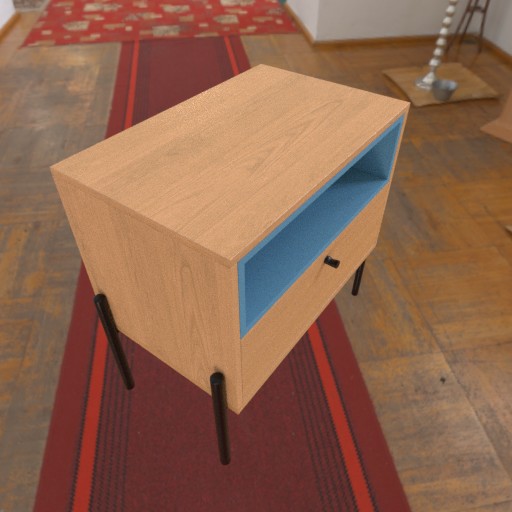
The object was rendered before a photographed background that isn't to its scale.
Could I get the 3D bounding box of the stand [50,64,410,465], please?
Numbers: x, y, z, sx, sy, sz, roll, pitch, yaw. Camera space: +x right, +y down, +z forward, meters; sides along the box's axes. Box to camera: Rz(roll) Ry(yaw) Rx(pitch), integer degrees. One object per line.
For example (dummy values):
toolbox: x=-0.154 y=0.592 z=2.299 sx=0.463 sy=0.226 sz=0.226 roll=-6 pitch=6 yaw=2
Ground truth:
stand: x=0.000 y=0.000 z=1.002 sx=0.400 sy=0.600 sz=0.630 roll=26 pitch=49 yaw=26
